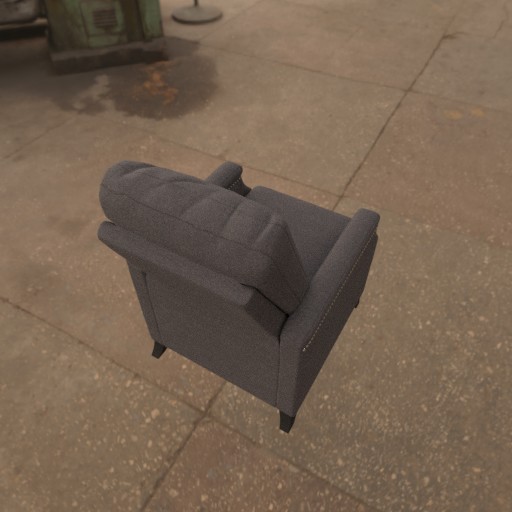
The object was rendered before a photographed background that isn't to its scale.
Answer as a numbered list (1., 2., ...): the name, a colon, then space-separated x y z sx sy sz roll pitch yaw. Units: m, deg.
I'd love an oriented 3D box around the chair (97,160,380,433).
1. chair: 0.000 0.000 1.673 0.710 1.049 0.922 23 51 21
